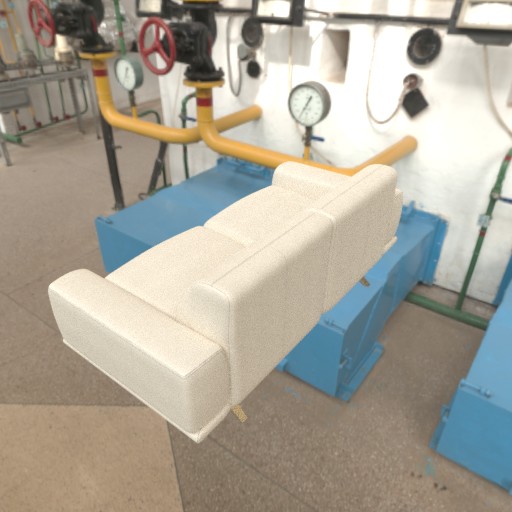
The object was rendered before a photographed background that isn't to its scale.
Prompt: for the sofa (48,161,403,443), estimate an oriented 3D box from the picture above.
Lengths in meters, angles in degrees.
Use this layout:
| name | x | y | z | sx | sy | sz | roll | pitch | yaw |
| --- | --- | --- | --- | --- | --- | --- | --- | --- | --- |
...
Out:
| name | x | y | z | sx | sy | sz | roll | pitch | yaw |
| --- | --- | --- | --- | --- | --- | --- | --- | --- | --- |
| sofa | 0.000 | 0.000 | 2.400 | 0.900 | 0.772 | 1.901 | 23 | 39 | 31 |
